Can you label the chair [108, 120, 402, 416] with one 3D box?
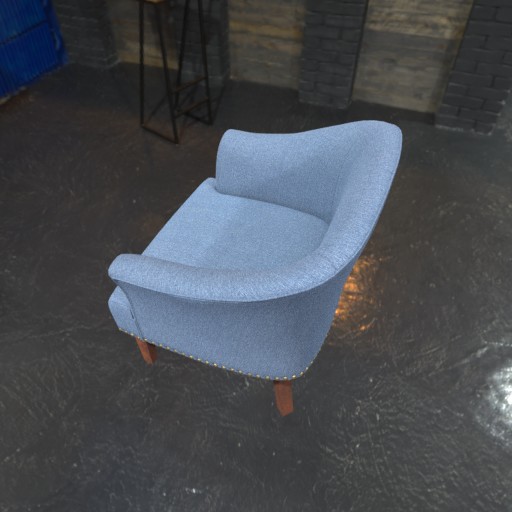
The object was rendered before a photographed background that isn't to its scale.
[{"bbox_3d":[0.000,0.000,1.426,0.704,0.815,0.772,16,48,15],"label":"chair"}]
